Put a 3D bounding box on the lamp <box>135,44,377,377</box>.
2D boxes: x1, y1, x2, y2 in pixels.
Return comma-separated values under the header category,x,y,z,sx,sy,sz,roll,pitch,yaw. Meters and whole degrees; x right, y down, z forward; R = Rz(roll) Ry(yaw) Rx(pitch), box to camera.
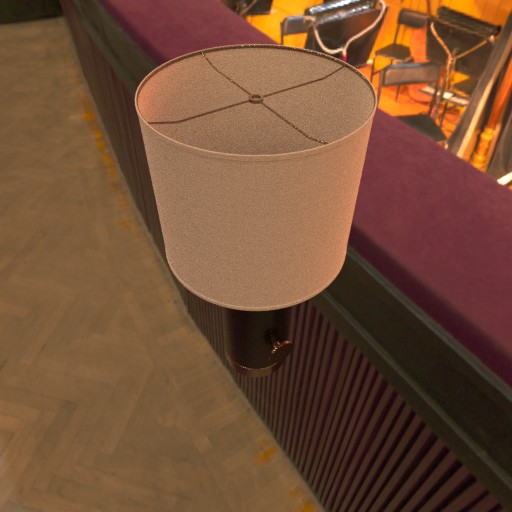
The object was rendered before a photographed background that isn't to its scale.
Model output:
category,x,y,z,sx,sy,sz,roll,pitch,yaw
lamp,0.000,0.000,0.620,0.241,0.482,0.240,-24,51,-22
